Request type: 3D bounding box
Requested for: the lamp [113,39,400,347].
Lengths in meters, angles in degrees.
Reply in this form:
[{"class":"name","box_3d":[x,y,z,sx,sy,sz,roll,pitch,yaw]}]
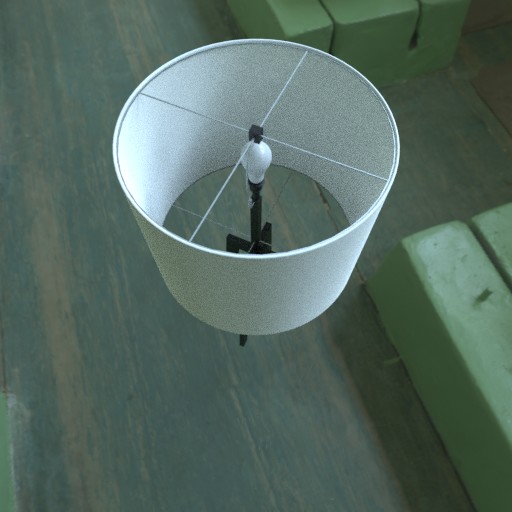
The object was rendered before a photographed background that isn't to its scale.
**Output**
[{"class":"lamp","box_3d":[0.000,0.000,0.614,0.257,0.489,0.257,-18,64,-9]}]
